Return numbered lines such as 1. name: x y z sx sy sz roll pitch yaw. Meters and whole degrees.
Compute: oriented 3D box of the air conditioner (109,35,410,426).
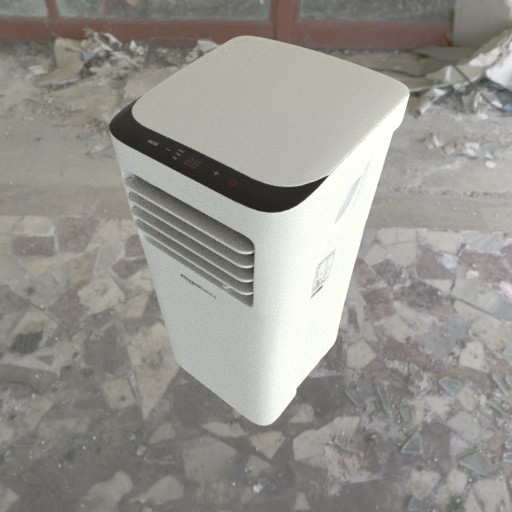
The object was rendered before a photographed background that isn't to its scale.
1. air conditioner: 0.000 0.000 0.912 0.352 0.716 0.369 30 53 25
